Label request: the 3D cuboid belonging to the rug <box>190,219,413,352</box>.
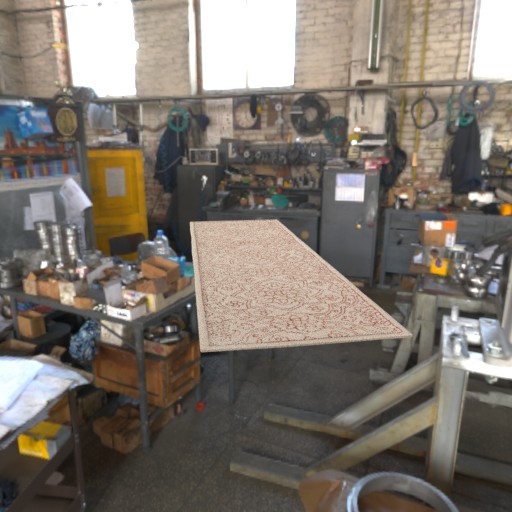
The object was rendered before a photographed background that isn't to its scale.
[{"bbox_3d":[0.000,0.000,2.707,0.769,0.012,2.448,-2,15,-9],"label":"rug"}]
